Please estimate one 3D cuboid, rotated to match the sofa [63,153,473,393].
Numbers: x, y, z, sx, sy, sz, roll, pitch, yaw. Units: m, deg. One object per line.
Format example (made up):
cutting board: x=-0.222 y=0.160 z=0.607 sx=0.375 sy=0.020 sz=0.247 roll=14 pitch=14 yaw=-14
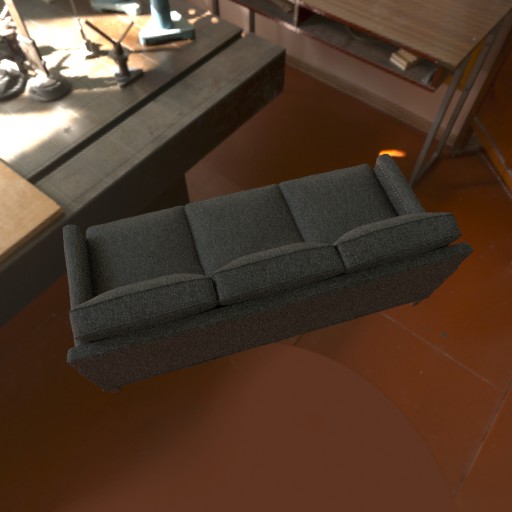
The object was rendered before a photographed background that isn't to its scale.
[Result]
sofa: x=0.000 y=0.000 z=2.798 sx=2.246 sy=1.003 sz=1.084 roll=-14 pitch=59 yaw=-9
